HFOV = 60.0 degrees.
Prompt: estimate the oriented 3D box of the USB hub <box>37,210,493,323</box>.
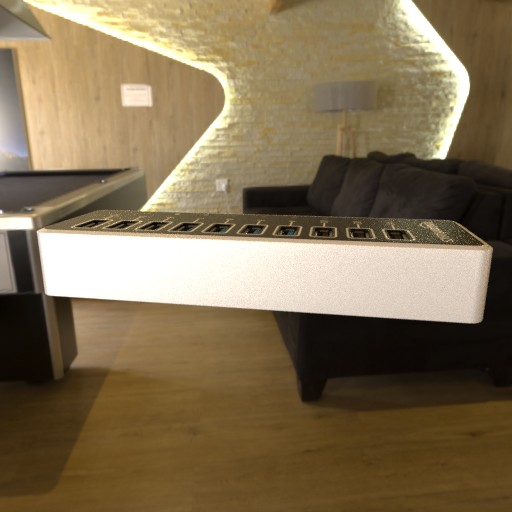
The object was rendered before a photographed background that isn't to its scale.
[{"bbox_3d":[0.000,0.000,0.160,0.145,0.023,0.044,3,15,10],"label":"USB hub"}]
